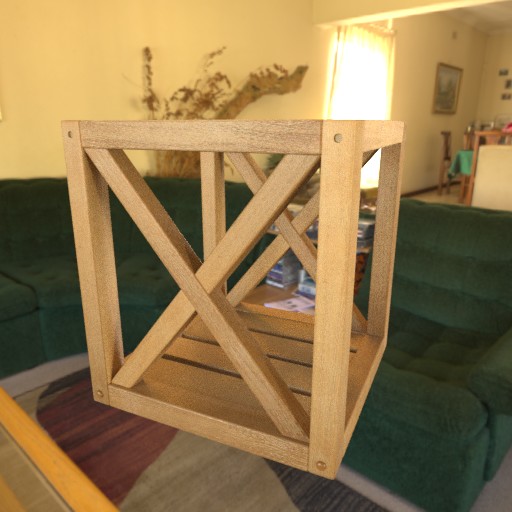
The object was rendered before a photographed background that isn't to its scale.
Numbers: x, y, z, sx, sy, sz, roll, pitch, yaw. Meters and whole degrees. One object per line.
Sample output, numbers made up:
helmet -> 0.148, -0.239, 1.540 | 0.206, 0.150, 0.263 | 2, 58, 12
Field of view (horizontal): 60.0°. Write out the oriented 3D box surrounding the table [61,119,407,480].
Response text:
table -> 0.000, 0.000, 1.042 | 0.559, 0.610, 0.558 | 8, 18, 24
